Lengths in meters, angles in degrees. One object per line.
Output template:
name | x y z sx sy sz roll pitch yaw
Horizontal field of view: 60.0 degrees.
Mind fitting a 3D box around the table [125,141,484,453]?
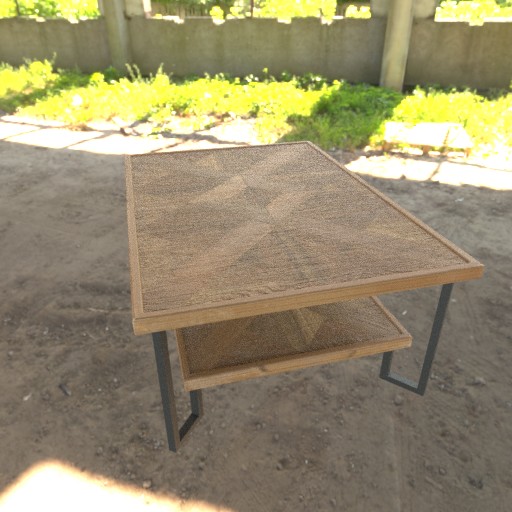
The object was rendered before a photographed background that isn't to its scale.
table | 0.000 0.000 1.671 0.877 0.492 1.238 -8 31 -13
